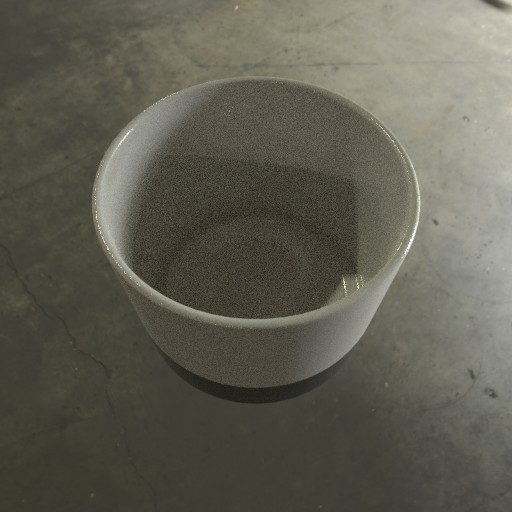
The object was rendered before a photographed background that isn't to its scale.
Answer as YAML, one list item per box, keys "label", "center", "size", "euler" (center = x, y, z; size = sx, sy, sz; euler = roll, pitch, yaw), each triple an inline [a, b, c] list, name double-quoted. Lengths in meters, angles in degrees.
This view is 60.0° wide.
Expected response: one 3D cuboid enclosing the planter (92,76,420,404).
- label: "planter"
  center: [0.000, 0.000, 0.339]
  size: [0.193, 0.177, 0.193]
  euler: [0, 58, 0]
